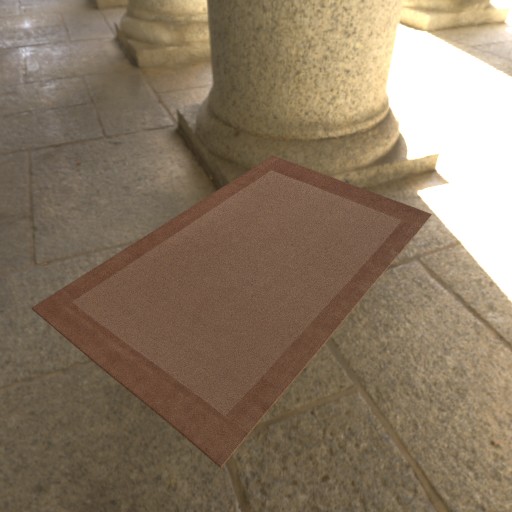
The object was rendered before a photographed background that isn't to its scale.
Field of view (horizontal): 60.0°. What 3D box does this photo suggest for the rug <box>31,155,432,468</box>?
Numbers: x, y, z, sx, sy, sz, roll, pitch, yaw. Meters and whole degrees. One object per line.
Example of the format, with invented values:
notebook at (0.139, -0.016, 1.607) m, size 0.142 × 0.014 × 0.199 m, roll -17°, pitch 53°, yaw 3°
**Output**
rug at (0.000, 0.000, 3.029) m, size 1.524 × 0.014 × 2.438 m, roll 27°, pitch 47°, yaw 28°
